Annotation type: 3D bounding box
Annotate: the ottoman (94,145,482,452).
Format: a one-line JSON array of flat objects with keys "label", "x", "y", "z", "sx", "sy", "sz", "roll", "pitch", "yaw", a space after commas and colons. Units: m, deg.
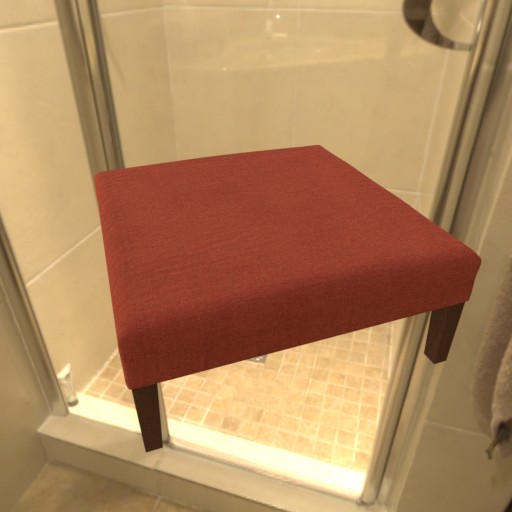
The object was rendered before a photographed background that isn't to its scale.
[{"label": "ottoman", "x": 0.000, "y": 0.000, "z": 1.410, "sx": 0.890, "sy": 0.411, "sz": 0.889, "roll": -11, "pitch": 34, "yaw": -17}]
